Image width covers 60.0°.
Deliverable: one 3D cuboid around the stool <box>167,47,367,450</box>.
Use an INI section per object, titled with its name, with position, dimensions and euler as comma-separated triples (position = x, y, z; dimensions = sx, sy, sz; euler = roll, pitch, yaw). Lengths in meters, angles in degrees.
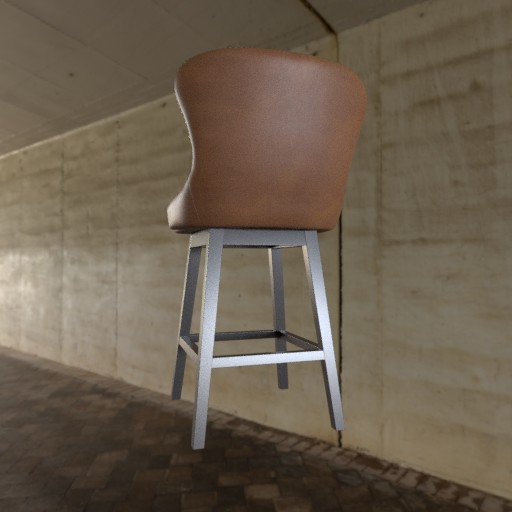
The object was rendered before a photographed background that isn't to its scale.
[stool]
position = 0.000, 0.000, 1.316
dimensions = 0.528, 0.971, 0.593
euler = 0, -1, -18
